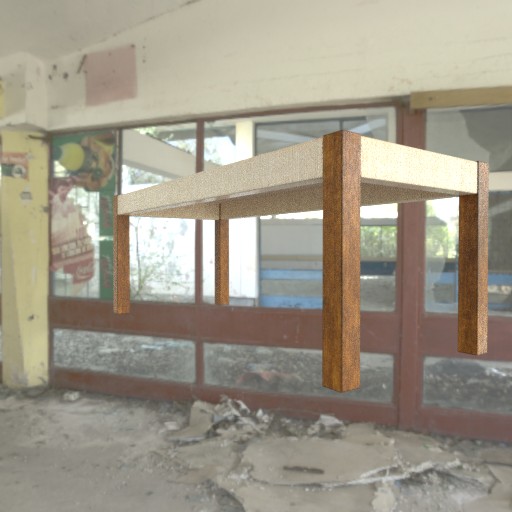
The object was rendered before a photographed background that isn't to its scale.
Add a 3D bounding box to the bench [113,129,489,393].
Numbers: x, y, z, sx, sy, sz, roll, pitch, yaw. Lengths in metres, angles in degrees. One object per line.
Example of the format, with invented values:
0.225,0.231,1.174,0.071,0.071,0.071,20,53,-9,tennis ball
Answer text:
0.000,0.000,1.399,0.507,0.457,1.198,-1,1,-36,bench
